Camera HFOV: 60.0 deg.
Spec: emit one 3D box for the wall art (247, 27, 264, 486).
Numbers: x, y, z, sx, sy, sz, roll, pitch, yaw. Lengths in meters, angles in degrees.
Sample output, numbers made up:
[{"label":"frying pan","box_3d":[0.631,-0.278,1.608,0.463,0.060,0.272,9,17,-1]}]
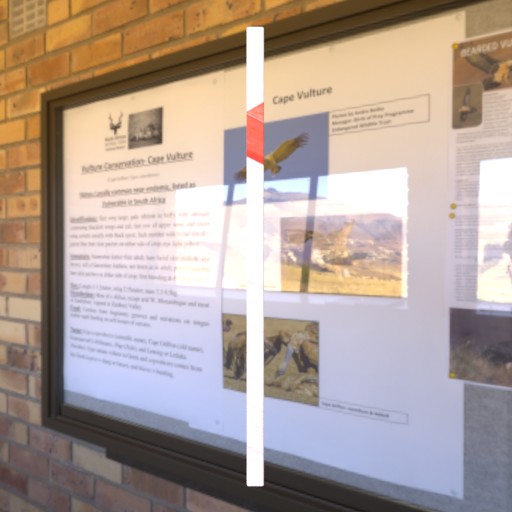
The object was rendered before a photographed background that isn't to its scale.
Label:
[{"label":"wall art","box_3d":[0.000,0.000,1.356,0.045,1.014,0.759,0,1,0]}]
